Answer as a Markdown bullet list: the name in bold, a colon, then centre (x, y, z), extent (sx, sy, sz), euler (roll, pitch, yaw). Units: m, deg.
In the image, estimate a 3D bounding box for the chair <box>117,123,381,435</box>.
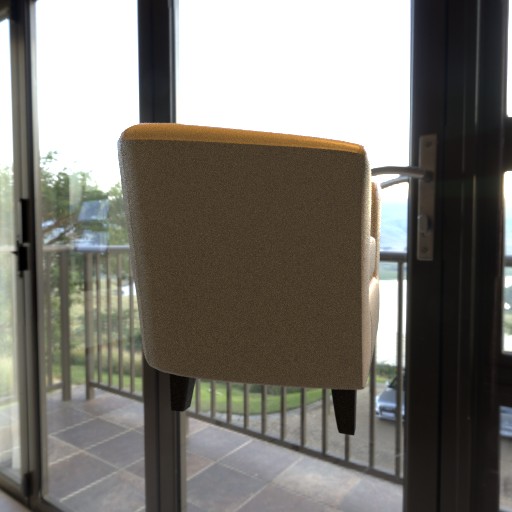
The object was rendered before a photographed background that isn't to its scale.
- **chair**: centre (0.000, 0.000, 1.374), extent (0.727, 0.756, 0.792), euler (1, 3, 18)
